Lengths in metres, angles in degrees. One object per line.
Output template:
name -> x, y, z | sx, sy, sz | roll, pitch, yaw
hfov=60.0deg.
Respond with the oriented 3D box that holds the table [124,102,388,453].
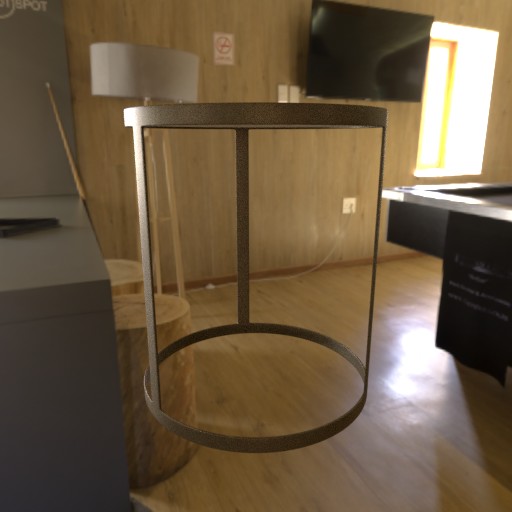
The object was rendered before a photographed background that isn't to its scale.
table -> 0.000, 0.000, 0.911 | 0.480, 0.565, 0.480 | 0, 15, 0
